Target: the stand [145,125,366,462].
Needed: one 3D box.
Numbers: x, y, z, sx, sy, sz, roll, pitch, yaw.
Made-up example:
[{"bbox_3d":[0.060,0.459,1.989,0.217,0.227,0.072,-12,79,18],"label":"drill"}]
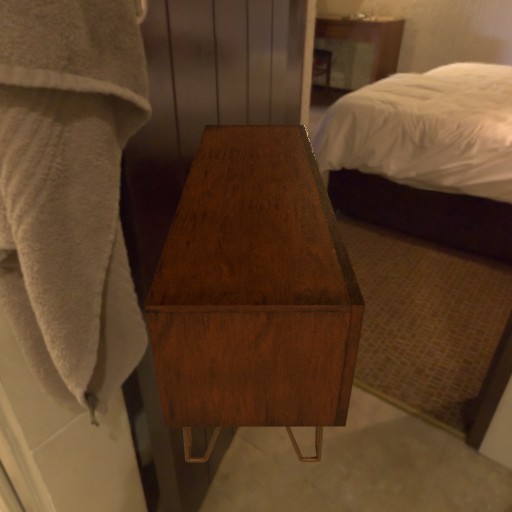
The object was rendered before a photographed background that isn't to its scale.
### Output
[{"bbox_3d":[0.000,0.000,1.682,0.481,0.610,1.372,0,32,0],"label":"stand"}]
